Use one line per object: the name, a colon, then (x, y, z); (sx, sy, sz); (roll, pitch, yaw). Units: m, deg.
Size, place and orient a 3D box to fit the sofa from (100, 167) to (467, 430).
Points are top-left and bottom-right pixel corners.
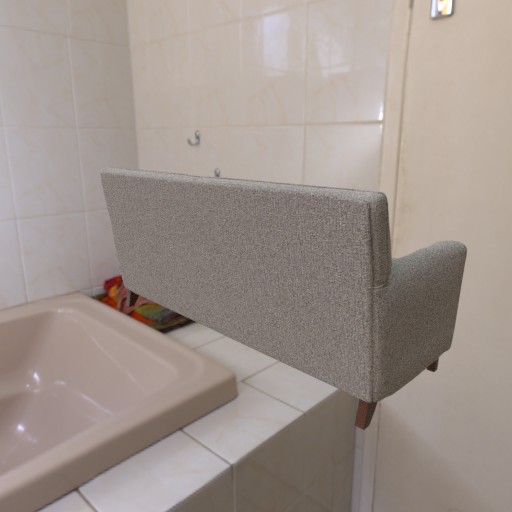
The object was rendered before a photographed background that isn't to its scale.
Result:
sofa: (0.000, 0.000, 2.511); (0.854, 0.942, 2.026); (-14, 20, -42)
